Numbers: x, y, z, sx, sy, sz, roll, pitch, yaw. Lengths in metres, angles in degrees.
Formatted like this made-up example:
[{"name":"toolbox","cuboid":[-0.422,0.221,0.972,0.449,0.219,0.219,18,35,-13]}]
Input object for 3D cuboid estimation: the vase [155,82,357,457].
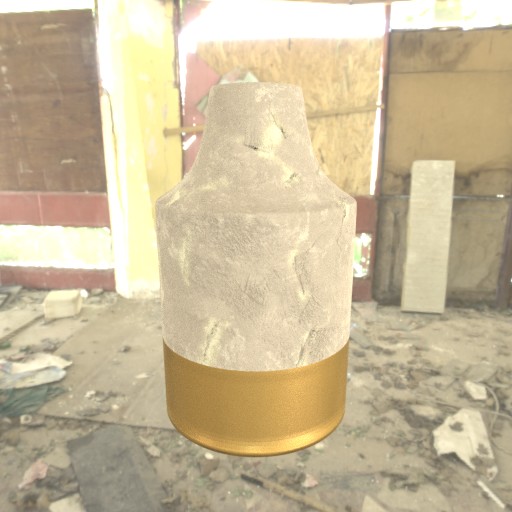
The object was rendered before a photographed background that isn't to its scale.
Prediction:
[{"name":"vase","cuboid":[0.000,0.000,0.426,0.184,0.305,0.184,0,15,0]}]
